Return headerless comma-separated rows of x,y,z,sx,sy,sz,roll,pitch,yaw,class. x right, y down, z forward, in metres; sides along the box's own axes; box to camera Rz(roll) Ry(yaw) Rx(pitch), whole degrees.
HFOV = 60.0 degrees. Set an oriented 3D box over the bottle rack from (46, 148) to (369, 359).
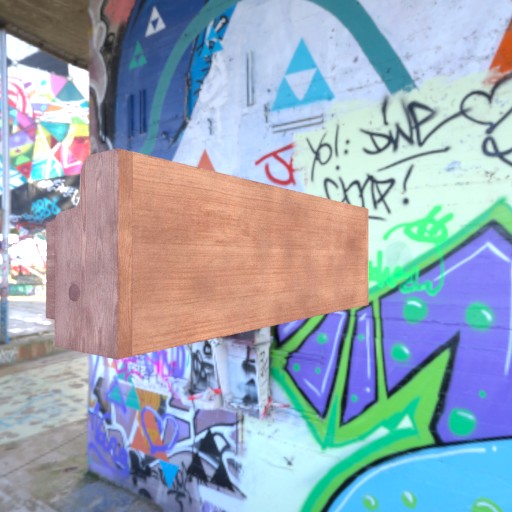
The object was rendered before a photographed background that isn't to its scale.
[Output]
0.000,0.000,0.693,0.126,0.196,0.608,0,-1,36,bottle rack
